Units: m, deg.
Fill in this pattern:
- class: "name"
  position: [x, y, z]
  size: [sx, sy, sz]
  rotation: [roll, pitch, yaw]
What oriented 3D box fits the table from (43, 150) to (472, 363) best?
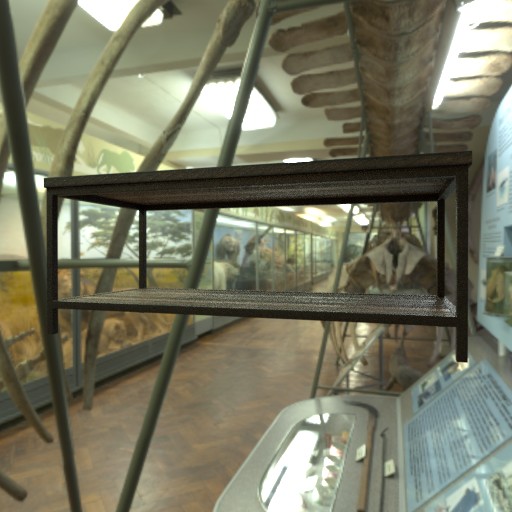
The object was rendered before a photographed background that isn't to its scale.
- class: "table"
  position: [0.000, 0.000, 1.193]
  size: [0.990, 0.399, 0.452]
  rotation: [0, 0, 18]
